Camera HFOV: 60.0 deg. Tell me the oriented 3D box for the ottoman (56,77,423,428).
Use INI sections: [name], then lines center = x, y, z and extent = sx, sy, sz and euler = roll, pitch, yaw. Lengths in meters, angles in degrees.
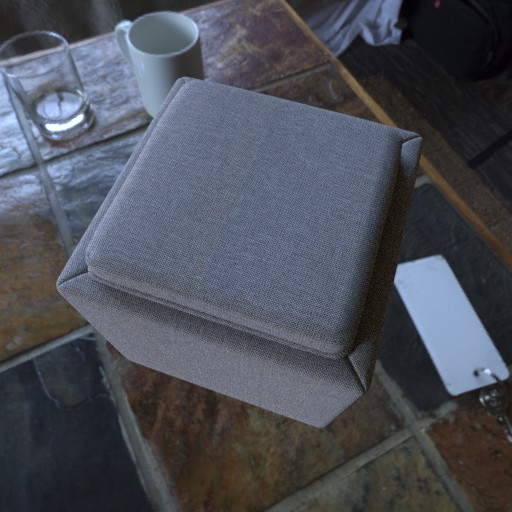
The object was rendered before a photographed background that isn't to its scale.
[ottoman]
center = 0.000, 0.000, 0.827
extent = 0.450, 0.460, 0.450
euler = 17, 64, 9
